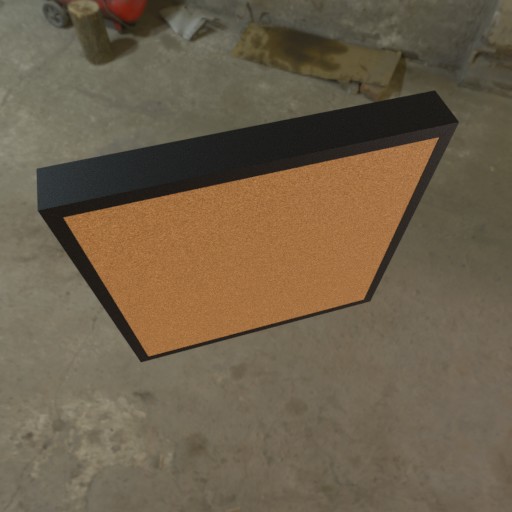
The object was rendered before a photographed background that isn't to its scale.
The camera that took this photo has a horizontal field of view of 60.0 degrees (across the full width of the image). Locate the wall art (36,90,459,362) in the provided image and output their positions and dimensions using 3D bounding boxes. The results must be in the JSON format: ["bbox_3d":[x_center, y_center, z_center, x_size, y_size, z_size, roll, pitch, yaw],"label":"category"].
[{"bbox_3d":[0.000,0.000,0.447,0.305,0.304,0.038,-14,59,-8],"label":"wall art"}]
